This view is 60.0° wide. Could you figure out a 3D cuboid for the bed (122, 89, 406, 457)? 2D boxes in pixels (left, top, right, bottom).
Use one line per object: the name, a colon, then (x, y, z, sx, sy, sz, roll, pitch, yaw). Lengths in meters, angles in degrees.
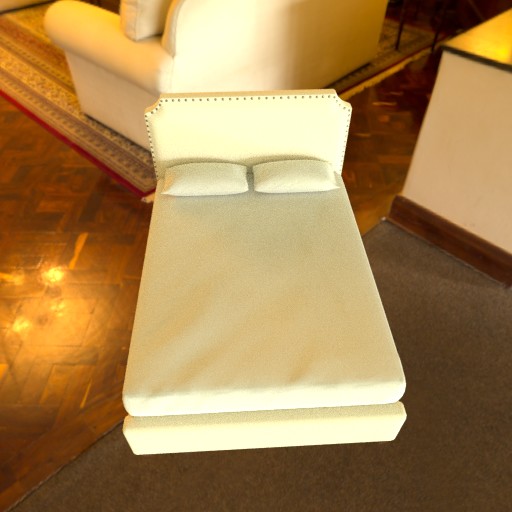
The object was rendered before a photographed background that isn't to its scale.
bed: (0.000, 0.000, 3.255, 1.703, 1.415, 2.329, -2, 46, -2)
